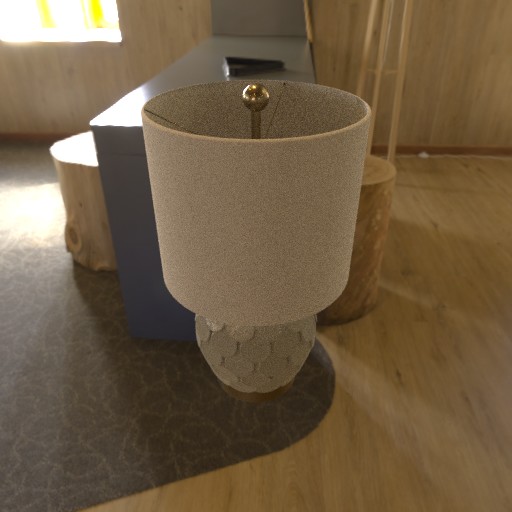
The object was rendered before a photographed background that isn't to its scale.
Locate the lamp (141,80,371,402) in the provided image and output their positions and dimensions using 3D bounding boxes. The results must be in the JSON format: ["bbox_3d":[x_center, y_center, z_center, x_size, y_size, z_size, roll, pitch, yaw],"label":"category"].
[{"bbox_3d":[0.000,0.000,0.610,0.254,0.452,0.254,0,33,0],"label":"lamp"}]
